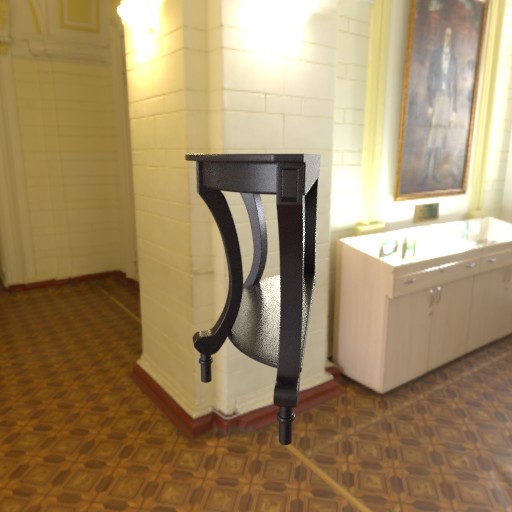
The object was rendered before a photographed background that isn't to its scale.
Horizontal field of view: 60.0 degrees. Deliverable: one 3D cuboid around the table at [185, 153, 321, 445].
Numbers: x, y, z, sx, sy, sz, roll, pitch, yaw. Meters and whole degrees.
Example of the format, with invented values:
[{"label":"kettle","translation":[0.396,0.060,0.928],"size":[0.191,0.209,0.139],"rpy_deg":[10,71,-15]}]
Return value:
[{"label":"table","translation":[0.000,0.000,1.550],"size":[0.394,0.692,1.198],"rpy_deg":[2,13,9]}]
